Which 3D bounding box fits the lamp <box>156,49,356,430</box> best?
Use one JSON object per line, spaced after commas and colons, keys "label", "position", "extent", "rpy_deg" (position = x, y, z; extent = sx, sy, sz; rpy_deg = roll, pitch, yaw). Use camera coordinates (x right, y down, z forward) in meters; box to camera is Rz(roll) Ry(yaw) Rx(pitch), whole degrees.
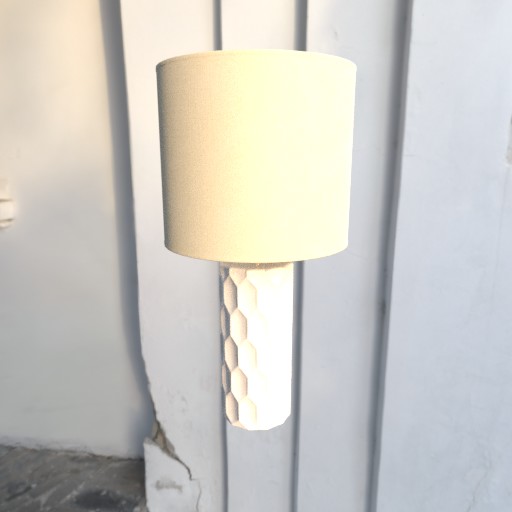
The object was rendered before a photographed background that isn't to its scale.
{"label": "lamp", "position": [0.000, 0.000, 0.687], "extent": [0.277, 0.537, 0.277], "rpy_deg": [7, 15, 26]}
